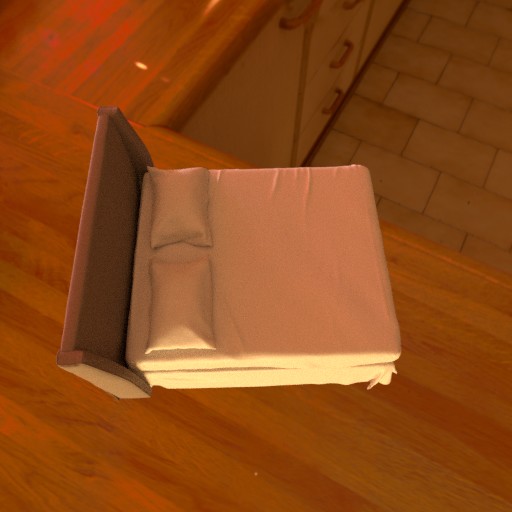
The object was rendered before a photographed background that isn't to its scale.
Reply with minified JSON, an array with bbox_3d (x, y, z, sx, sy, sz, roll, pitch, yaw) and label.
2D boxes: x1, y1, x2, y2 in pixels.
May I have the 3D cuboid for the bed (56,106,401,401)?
[{"bbox_3d":[0.000,0.000,3.429,2.276,1.332,1.925,-2,64,-1],"label":"bed"}]
